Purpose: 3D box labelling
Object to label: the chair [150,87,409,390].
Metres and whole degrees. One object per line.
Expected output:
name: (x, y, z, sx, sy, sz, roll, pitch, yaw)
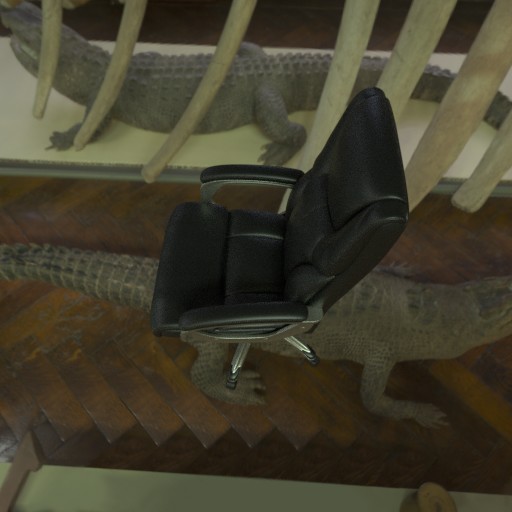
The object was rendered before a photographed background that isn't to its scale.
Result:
chair: (0.000, 0.000, 1.592, 0.739, 1.155, 0.663, 2, 58, 1)
